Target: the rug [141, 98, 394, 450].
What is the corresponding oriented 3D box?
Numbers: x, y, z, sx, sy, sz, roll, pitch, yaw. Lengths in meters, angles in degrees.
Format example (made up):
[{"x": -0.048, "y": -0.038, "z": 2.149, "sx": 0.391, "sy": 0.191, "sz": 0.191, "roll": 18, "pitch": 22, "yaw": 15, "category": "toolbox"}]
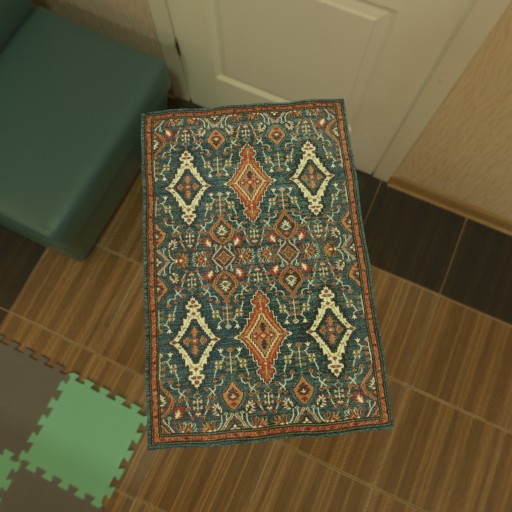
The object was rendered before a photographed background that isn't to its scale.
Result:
[{"x": 0.000, "y": 0.000, "z": 4.304, "sx": 2.190, "sy": 0.008, "sz": 3.371, "roll": -5, "pitch": 75, "yaw": -1, "category": "rug"}]
